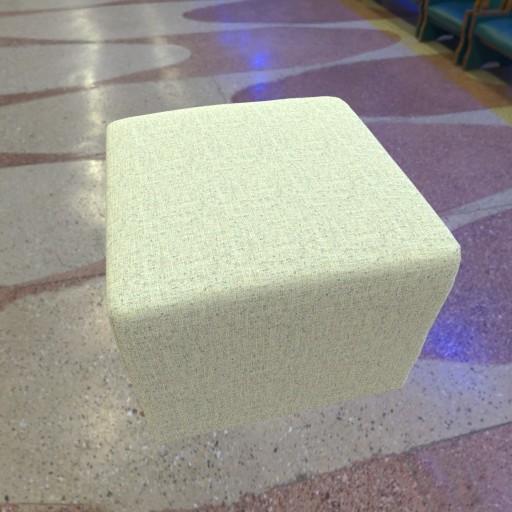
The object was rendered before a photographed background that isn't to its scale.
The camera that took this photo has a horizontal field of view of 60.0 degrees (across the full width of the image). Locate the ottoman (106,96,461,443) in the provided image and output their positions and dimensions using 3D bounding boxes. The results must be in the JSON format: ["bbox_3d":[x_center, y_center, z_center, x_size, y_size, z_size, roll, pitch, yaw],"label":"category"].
[{"bbox_3d":[0.000,0.000,0.897,0.512,0.453,0.521,-10,46,-9],"label":"ottoman"}]
